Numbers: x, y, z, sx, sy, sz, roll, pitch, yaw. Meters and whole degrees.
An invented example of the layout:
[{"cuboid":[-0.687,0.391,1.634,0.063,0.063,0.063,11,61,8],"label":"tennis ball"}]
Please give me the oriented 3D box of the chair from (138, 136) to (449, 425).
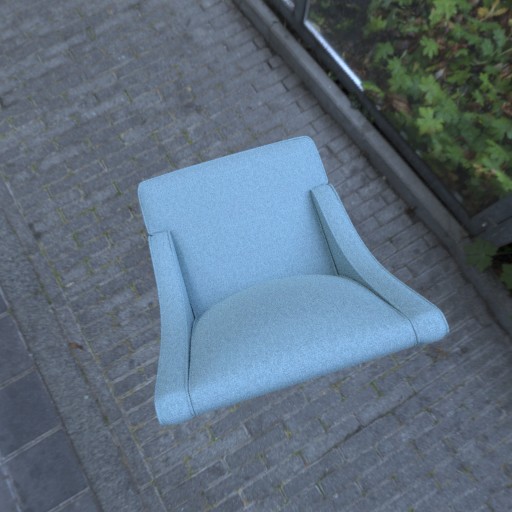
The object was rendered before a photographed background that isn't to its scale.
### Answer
[{"cuboid":[0.000,0.000,1.873,0.857,1.133,1.025,-17,78,-4],"label":"chair"}]
